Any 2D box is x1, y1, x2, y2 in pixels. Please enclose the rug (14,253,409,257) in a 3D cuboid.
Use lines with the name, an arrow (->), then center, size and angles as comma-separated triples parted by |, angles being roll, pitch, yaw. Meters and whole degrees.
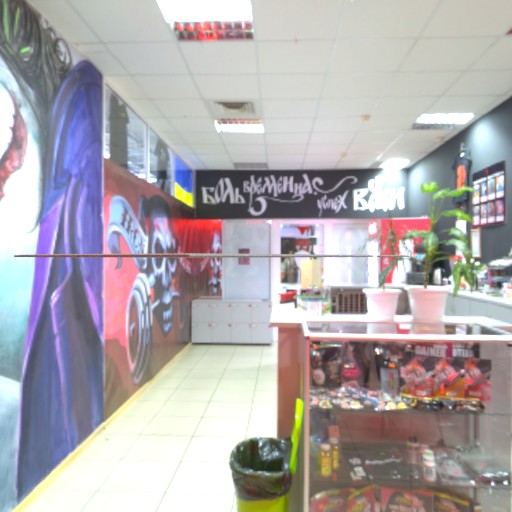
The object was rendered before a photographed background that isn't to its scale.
rug -> 0.000, 0.000, 1.415 | 0.604, 0.007, 1.219 | 0, 0, 36
